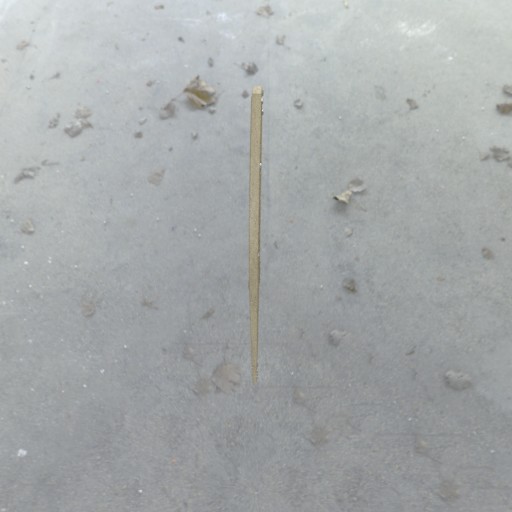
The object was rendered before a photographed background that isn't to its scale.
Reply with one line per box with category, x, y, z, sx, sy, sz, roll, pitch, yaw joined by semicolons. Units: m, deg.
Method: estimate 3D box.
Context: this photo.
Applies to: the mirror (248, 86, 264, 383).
mirror;0.000;0.000;1.274;0.025;1.175;0.464;1;62;1
